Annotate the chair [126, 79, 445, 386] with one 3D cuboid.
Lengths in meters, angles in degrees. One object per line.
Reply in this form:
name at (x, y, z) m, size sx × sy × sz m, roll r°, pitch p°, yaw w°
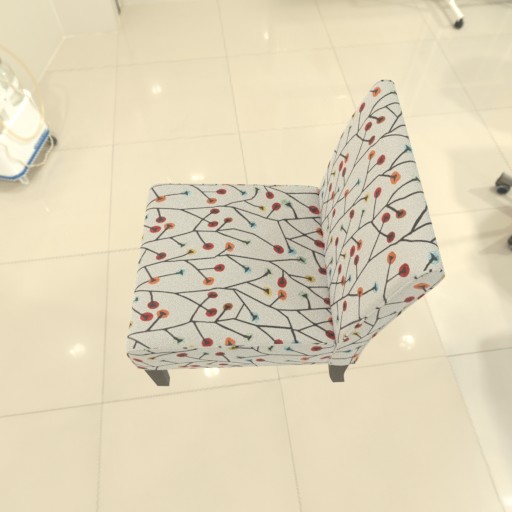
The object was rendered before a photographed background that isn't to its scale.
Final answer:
chair at (0.000, 0.000, 1.333) m, size 0.732 × 0.813 × 0.597 m, roll -1°, pitch 59°, yaw 0°
